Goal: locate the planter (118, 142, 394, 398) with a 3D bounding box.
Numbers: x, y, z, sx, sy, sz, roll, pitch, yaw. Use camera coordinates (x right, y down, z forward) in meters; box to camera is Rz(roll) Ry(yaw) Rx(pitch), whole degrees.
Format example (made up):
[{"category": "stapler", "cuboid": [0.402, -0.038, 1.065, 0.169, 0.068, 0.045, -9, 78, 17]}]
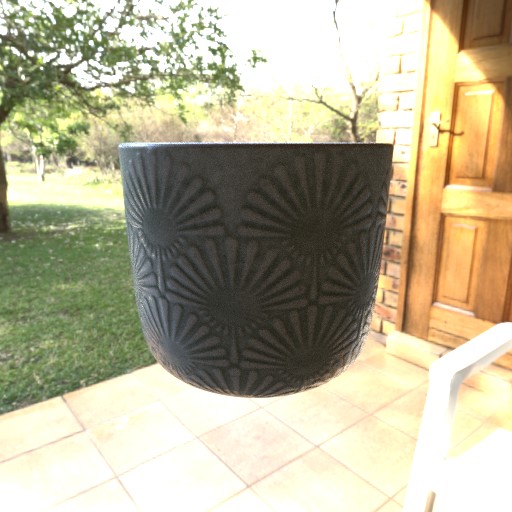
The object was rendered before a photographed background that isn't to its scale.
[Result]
[{"category": "planter", "cuboid": [0.000, 0.000, 0.221, 0.124, 0.109, 0.124, 0, 14, 0]}]
